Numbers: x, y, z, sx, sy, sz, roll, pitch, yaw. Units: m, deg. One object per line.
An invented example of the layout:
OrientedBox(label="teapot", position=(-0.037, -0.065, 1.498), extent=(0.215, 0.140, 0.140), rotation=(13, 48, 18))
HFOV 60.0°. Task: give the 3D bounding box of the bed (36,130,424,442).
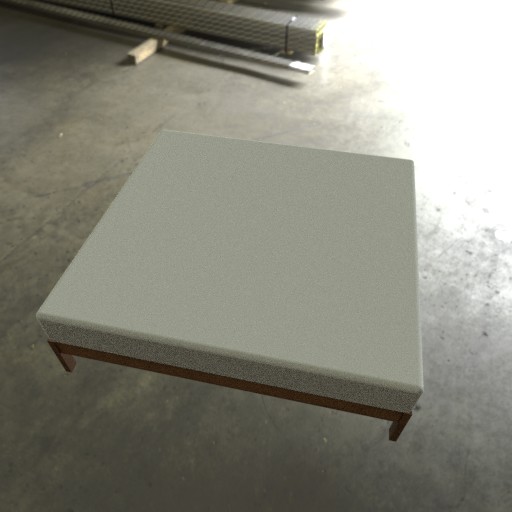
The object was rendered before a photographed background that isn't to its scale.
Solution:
OrientedBox(label="bed", position=(0.000, 0.000, 3.085), extent=(2.049, 0.616, 1.930), rotation=(9, 47, 8))
